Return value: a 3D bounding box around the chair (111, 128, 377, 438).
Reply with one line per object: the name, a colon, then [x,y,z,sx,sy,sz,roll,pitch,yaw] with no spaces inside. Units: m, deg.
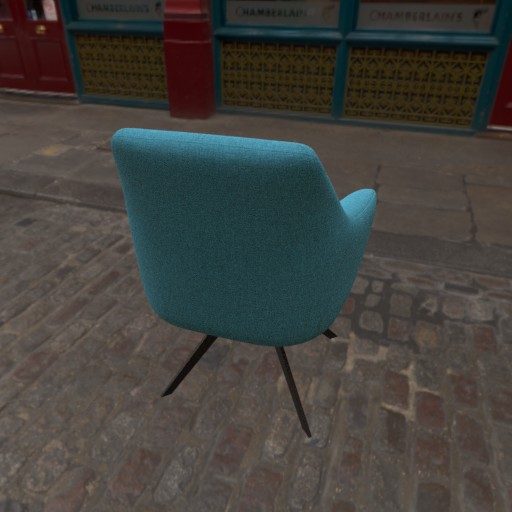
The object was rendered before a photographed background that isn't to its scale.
chair: [0.000,0.000,1.334,0.642,0.874,0.677,9,31,16]
